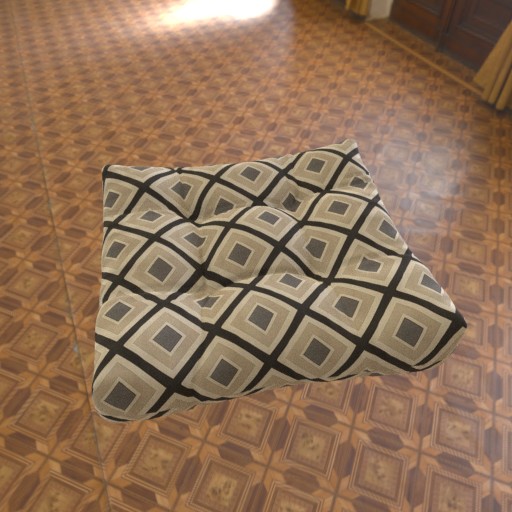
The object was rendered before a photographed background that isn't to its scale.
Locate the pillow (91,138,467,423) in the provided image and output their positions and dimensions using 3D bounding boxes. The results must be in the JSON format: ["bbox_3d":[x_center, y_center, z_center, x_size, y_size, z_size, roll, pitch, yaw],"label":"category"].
[{"bbox_3d":[0.000,0.000,0.717,0.490,0.128,0.468,-8,48,-8],"label":"pillow"}]
